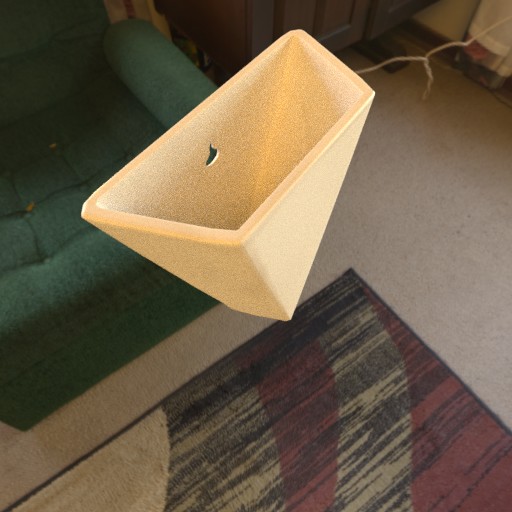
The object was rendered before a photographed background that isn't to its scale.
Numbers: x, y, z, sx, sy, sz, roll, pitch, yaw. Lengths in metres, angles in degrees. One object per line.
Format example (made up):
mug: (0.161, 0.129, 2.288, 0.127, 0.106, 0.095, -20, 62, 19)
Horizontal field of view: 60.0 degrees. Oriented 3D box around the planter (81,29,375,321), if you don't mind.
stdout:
planter: (0.000, 0.000, 0.269, 0.060, 0.197, 0.150, 31, 62, 18)
